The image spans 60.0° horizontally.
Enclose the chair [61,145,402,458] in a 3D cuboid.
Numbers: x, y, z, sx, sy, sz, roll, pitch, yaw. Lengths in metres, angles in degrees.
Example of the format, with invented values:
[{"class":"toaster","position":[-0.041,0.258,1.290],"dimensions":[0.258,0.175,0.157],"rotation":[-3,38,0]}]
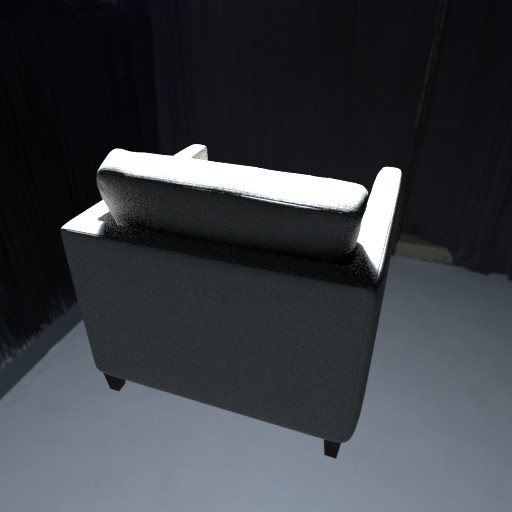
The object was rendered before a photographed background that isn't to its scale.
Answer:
[{"class":"chair","position":[0.000,0.000,1.736],"dimensions":[0.996,0.919,0.959],"rotation":[11,33,17]}]
